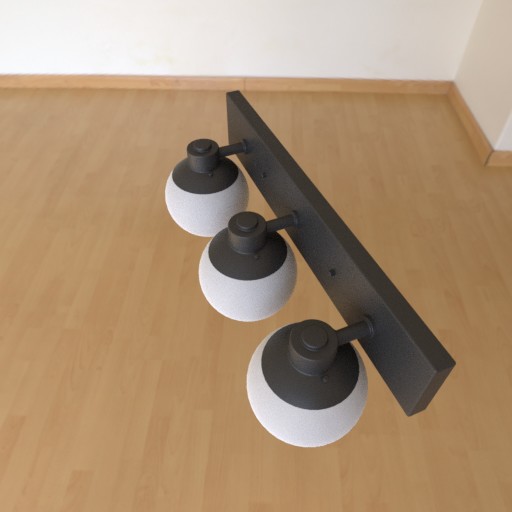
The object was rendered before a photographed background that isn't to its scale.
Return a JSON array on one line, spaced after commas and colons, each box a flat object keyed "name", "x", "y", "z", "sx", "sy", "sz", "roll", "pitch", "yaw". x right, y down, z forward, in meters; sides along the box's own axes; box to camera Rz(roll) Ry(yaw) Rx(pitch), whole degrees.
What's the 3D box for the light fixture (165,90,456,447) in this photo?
[{"name": "light fixture", "x": 0.000, "y": 0.000, "z": 0.818, "sx": 0.218, "sy": 0.263, "sz": 0.721, "roll": -17, "pitch": 50, "yaw": -15}]
